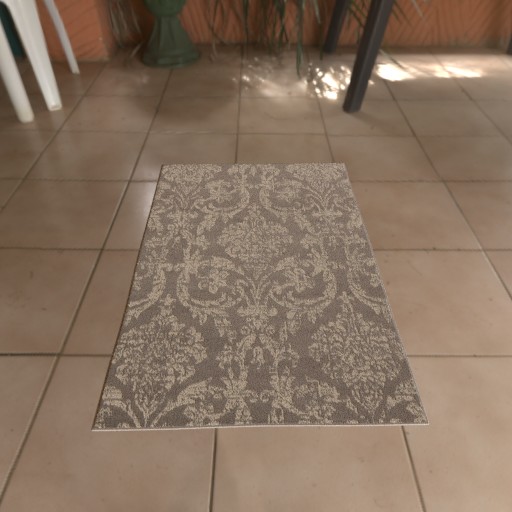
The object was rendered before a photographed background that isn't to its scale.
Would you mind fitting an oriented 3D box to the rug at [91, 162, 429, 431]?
[{"bbox_3d":[0.000,0.000,2.255,1.206,0.012,1.824,-1,42,-1],"label":"rug"}]
